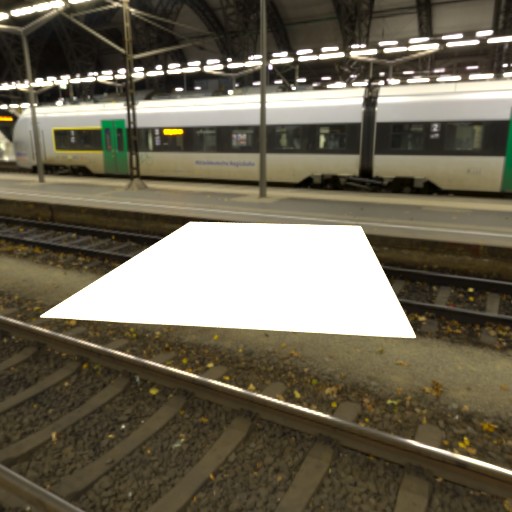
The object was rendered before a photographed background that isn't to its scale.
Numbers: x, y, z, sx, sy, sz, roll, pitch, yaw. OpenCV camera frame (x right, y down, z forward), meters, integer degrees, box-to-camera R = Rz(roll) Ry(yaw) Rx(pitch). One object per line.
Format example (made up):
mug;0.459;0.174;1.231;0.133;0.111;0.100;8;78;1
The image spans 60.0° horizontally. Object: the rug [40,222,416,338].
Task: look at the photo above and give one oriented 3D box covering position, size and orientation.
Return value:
rug;0.000;0.000;2.308;1.234;0.006;1.850;2;15;7
